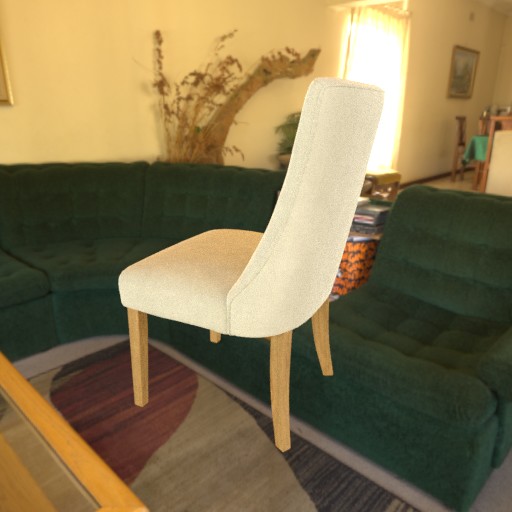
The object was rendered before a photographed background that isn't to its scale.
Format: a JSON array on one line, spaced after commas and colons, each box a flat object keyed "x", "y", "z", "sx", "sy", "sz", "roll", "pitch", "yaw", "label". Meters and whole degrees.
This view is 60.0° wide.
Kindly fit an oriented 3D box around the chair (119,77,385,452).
[{"x": 0.000, "y": 0.000, "z": 1.249, "sx": 0.610, "sy": 0.902, "sz": 0.495, "roll": 9, "pitch": 20, "yaw": 25, "label": "chair"}]
